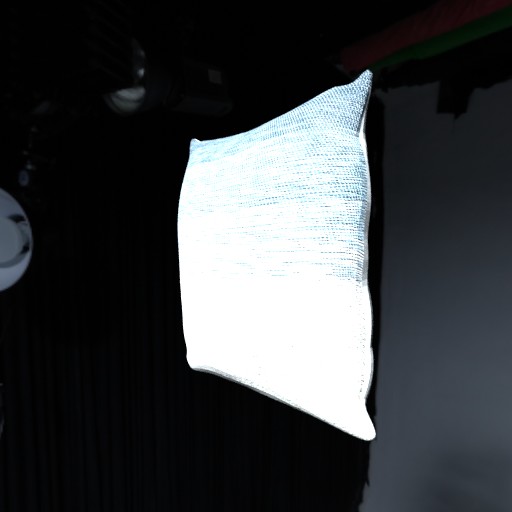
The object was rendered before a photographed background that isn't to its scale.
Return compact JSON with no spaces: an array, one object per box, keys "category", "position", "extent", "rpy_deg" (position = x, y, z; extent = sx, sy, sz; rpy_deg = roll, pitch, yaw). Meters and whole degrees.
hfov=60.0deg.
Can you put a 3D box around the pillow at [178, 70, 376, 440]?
[{"category":"pillow","position":[0.000,0.000,0.680],"extent":[0.182,0.441,0.440],"rpy_deg":[0,1,-36]}]
